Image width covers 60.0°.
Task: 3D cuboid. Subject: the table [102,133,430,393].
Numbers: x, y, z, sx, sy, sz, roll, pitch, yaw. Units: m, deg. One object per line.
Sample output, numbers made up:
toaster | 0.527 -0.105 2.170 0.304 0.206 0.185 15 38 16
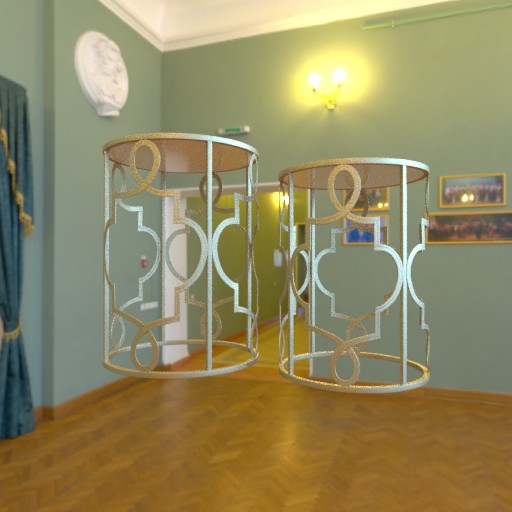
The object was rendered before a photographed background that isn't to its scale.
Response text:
table | 0.000 0.000 1.160 0.846 0.564 0.420 0 0 18
